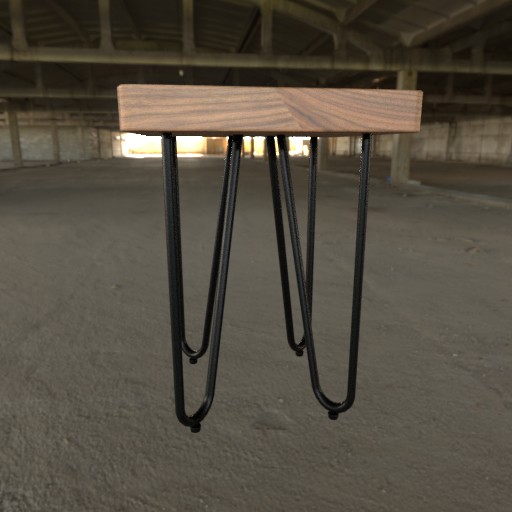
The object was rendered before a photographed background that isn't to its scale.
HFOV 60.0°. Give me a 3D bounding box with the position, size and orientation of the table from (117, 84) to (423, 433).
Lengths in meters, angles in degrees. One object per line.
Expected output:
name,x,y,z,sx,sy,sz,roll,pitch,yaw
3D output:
table,0.000,0.000,0.973,0.480,0.641,0.479,-2,14,-8
